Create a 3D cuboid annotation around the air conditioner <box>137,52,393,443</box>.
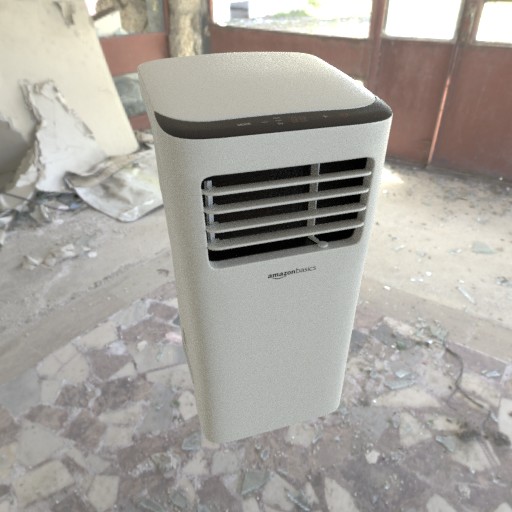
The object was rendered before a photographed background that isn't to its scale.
[{"bbox_3d":[0.000,0.000,0.904,0.352,0.716,0.369,-10,34,-15],"label":"air conditioner"}]
